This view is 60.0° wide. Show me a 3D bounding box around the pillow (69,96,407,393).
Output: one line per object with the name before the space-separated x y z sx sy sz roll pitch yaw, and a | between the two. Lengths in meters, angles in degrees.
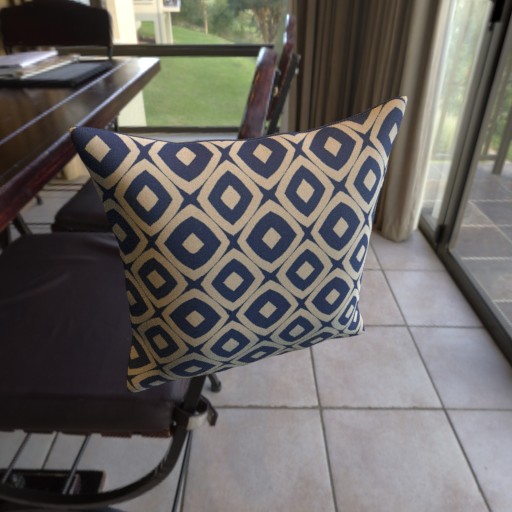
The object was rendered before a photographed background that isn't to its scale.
pillow | 0.000 0.000 0.762 0.504 0.494 0.188 -11 34 -16
